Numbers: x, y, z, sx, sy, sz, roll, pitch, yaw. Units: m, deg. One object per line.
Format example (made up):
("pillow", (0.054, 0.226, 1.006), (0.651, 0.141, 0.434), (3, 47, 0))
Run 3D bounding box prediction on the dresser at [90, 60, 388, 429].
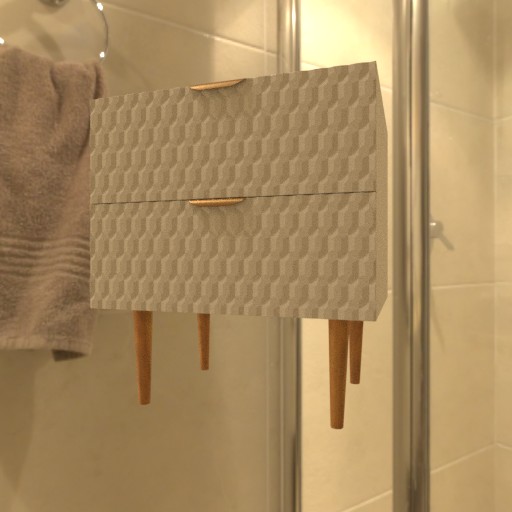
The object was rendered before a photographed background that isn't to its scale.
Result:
("dresser", (0.000, 0.000, 0.911), (0.503, 0.568, 0.414), (0, 0, 19))
